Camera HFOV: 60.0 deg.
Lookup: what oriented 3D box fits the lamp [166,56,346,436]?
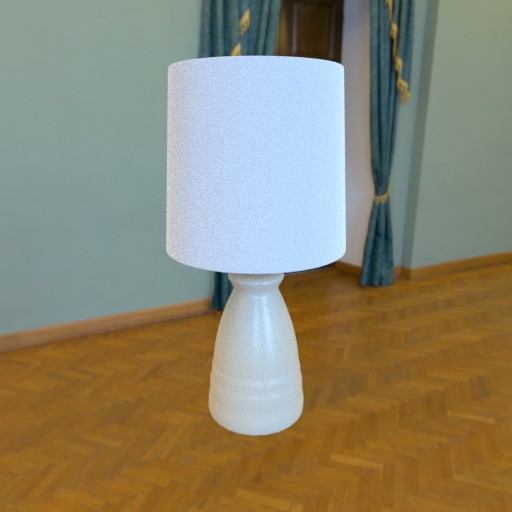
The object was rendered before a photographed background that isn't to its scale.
[{"bbox_3d":[0.000,0.000,0.472,0.186,0.369,0.186,0,16,0],"label":"lamp"}]
